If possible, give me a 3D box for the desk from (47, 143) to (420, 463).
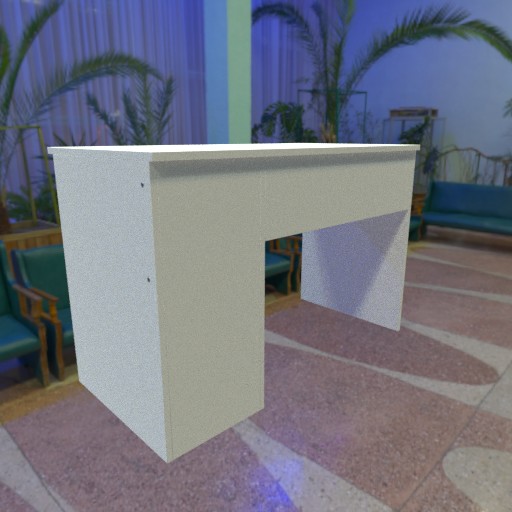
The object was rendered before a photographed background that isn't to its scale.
[{"bbox_3d":[0.000,0.000,1.514,1.096,0.730,0.560,-14,20,-42],"label":"desk"}]
